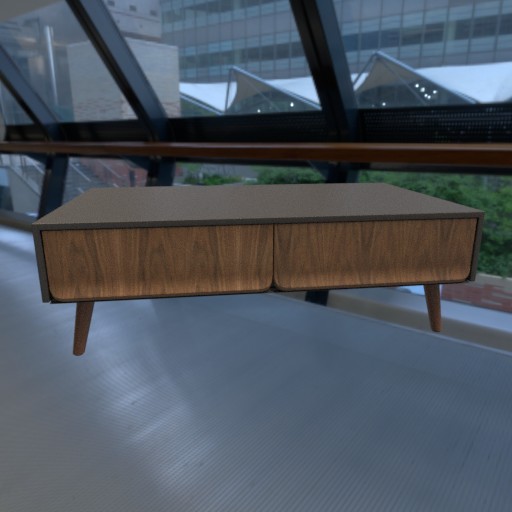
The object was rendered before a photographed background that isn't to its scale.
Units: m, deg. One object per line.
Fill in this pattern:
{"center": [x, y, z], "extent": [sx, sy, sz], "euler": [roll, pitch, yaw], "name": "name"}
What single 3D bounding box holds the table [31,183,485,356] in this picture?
{"center": [0.000, 0.000, 1.537], "extent": [1.201, 0.404, 0.703], "euler": [-2, 16, -8], "name": "table"}
